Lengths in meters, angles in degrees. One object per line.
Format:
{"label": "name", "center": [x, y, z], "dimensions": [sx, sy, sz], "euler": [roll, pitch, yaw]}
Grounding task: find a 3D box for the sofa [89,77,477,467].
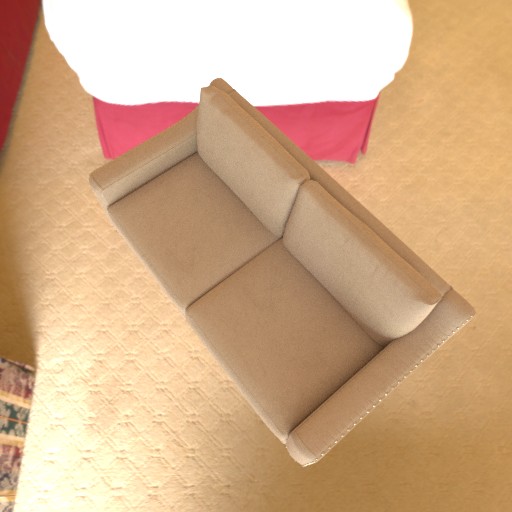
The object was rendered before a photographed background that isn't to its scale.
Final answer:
{"label": "sofa", "center": [0.000, 0.000, 2.485], "dimensions": [1.030, 0.901, 1.967], "euler": [-36, 69, -17]}
